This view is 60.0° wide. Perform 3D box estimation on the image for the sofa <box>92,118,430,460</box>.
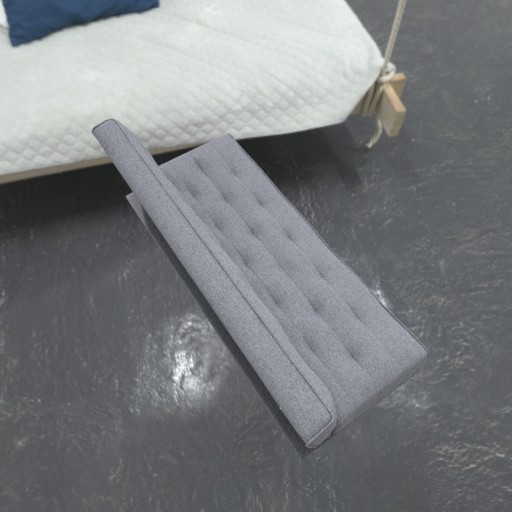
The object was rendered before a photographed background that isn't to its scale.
[{"bbox_3d":[0.000,0.000,2.316,0.810,0.830,1.820,-30,64,-17],"label":"sofa"}]
